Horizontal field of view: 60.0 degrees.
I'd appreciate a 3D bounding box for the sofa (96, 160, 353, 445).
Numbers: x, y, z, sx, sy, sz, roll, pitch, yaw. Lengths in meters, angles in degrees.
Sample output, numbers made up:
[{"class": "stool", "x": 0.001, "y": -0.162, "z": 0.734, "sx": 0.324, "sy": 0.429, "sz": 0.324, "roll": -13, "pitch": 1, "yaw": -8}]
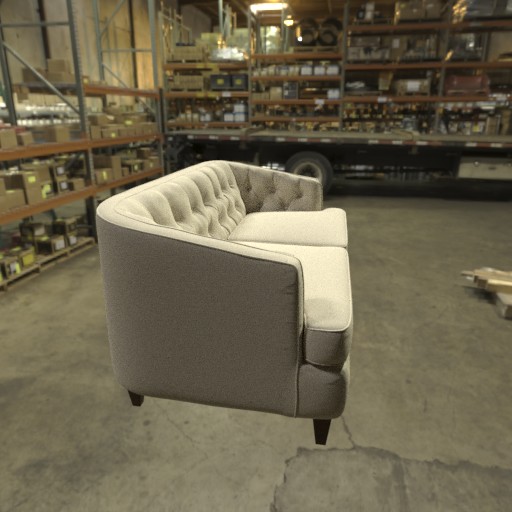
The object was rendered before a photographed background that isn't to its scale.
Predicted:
[{"class": "sofa", "x": 0.000, "y": 0.000, "z": 2.216, "sx": 0.941, "sy": 0.855, "sz": 1.733, "roll": 3, "pitch": 18, "yaw": 10}]
